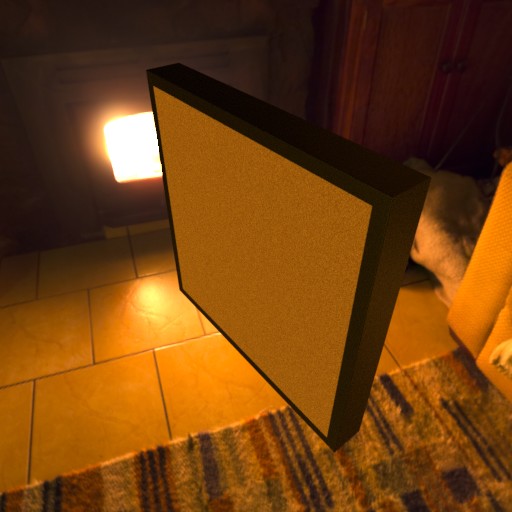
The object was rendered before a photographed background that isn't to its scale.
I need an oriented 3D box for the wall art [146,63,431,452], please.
[{"bbox_3d":[0.000,0.000,0.455,0.038,0.304,0.304,-27,47,-29],"label":"wall art"}]
